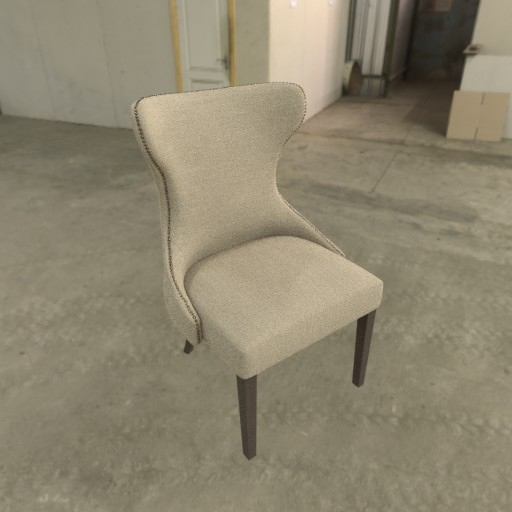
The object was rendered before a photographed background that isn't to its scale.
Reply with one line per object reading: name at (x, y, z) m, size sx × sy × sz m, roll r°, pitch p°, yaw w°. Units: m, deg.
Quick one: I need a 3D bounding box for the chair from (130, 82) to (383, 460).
chair at (0.000, 0.000, 1.433) m, size 0.628 × 0.967 × 0.635 m, roll -21°, pitch 37°, yaw -31°
